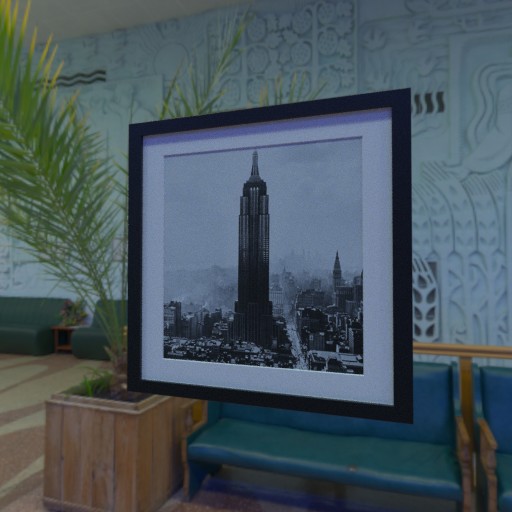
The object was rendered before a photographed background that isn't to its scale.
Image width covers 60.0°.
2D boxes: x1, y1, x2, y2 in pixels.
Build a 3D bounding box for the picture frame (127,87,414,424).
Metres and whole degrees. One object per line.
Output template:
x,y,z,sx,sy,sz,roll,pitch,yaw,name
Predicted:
0.000,0.000,0.841,0.559,0.557,0.029,0,-1,20,picture frame
